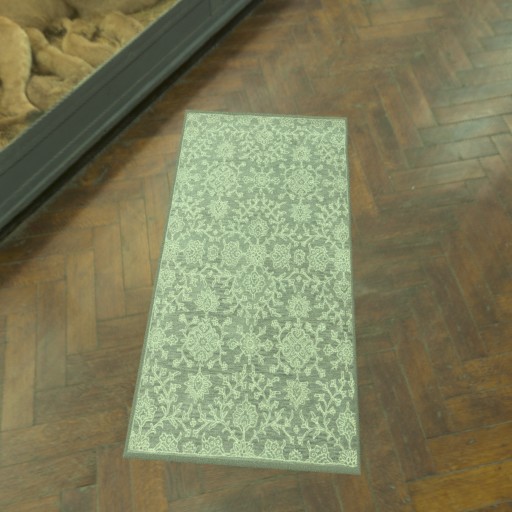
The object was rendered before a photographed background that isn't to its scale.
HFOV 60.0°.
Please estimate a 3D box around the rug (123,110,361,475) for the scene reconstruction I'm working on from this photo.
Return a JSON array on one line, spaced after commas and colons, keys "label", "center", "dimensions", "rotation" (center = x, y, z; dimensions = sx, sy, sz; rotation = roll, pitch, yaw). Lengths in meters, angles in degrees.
[{"label": "rug", "center": [0.000, 0.000, 3.547], "dimensions": [1.546, 0.011, 3.048], "rotation": [3, 63, 2]}]
